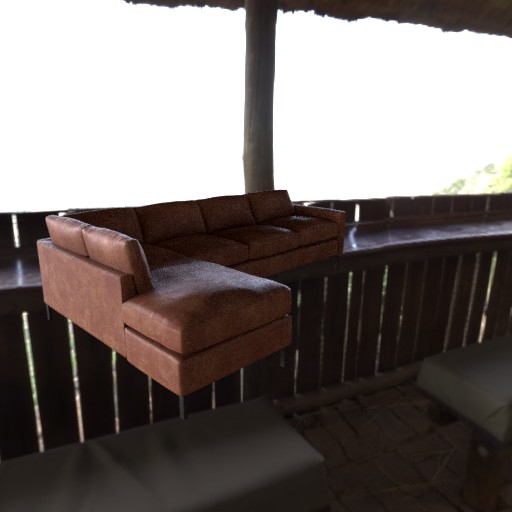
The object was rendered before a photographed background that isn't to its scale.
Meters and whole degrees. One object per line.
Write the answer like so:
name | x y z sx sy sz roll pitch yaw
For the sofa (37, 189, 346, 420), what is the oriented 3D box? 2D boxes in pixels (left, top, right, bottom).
sofa | 0.000 0.000 3.834 1.938 0.877 2.984 14 21 43
